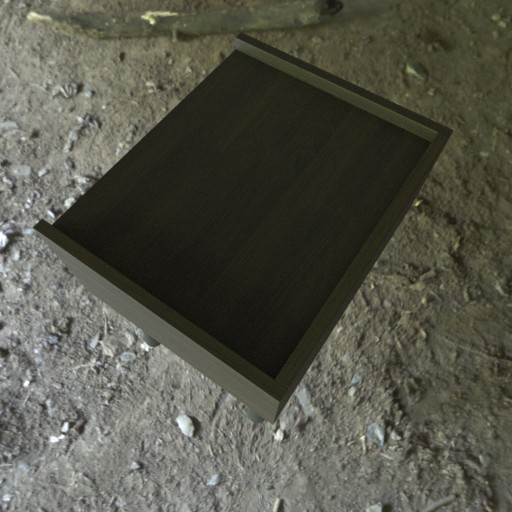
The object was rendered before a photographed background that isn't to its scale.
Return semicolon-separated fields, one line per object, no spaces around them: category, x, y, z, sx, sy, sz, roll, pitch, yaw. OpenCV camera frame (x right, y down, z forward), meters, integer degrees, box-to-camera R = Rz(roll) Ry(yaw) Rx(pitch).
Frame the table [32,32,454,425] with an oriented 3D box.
table;0.000;0.000;0.800;0.370;0.470;0.450;32;67;15
